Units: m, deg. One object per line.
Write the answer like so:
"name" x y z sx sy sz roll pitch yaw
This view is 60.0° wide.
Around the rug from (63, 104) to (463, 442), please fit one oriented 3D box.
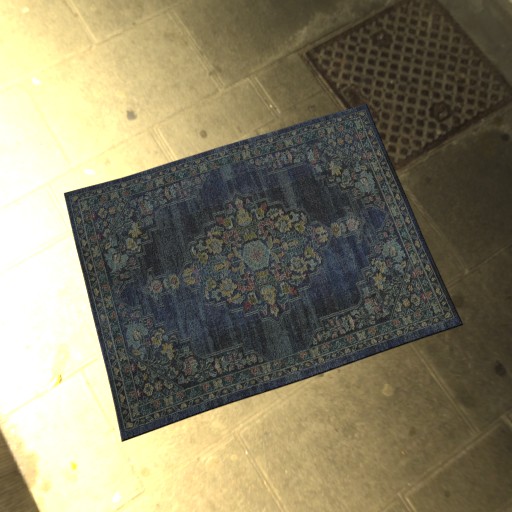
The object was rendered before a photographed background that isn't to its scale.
"rug" 0.000 0.000 4.723 3.612 0.035 2.716 -18 76 -4
